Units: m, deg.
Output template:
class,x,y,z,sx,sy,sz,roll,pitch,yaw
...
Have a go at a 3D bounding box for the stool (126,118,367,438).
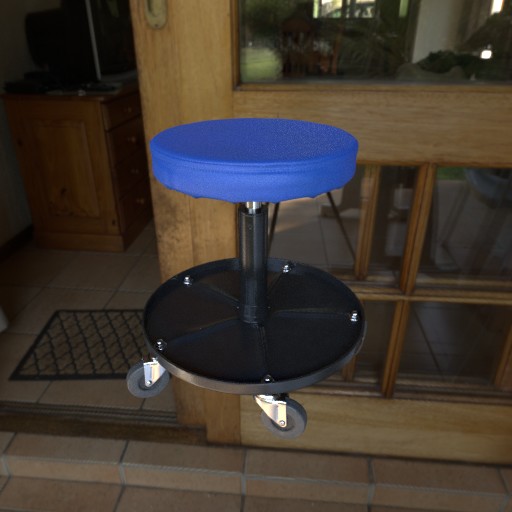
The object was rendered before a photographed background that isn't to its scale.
class,x,y,z,sx,sy,sz,roll,pitch,yaw
stool,0.000,0.000,0.674,0.381,0.365,0.382,0,27,0
